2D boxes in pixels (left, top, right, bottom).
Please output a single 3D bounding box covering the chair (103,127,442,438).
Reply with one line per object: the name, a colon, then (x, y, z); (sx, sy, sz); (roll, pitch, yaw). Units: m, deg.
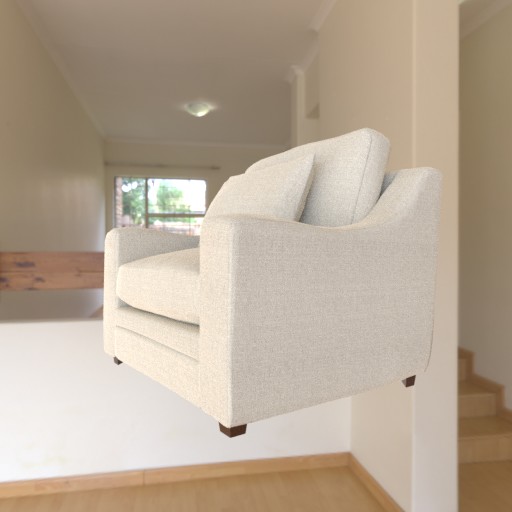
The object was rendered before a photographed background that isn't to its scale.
chair: (0.000, 0.000, 1.938); (1.009, 1.016, 1.178); (0, 1, -35)
